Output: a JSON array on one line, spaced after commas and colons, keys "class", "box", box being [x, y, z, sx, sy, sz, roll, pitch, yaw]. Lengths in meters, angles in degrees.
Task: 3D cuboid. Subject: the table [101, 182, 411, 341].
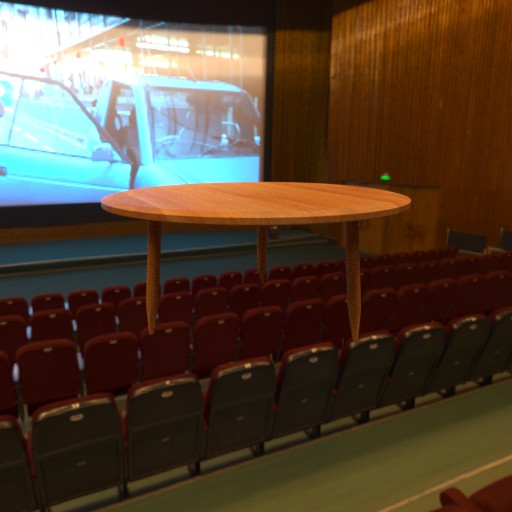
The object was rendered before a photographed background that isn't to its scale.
[{"class": "table", "box": [0.000, 0.000, 1.404, 0.900, 0.400, 0.900, 0, 14, 0]}]
